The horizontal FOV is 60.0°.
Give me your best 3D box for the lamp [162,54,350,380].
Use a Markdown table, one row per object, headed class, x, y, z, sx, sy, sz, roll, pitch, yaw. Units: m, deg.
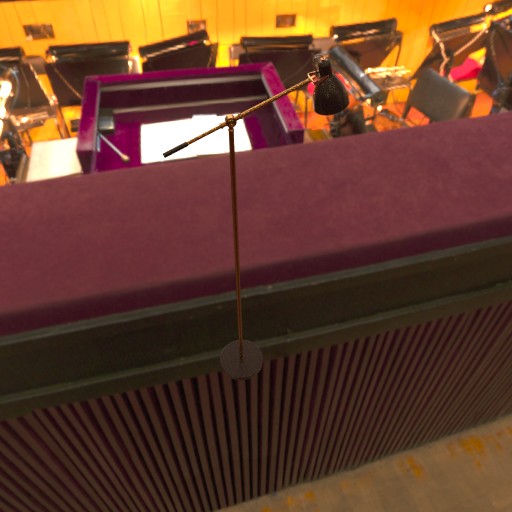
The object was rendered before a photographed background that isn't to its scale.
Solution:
| class | x | y | z | sx | sy | sz | roll | pitch | yaw |
| --- | --- | --- | --- | --- | --- | --- | --- | --- | --- |
| lamp | 0.000 | 0.000 | 1.868 | 0.618 | 1.628 | 0.235 | -10 | 47 | -9 |
